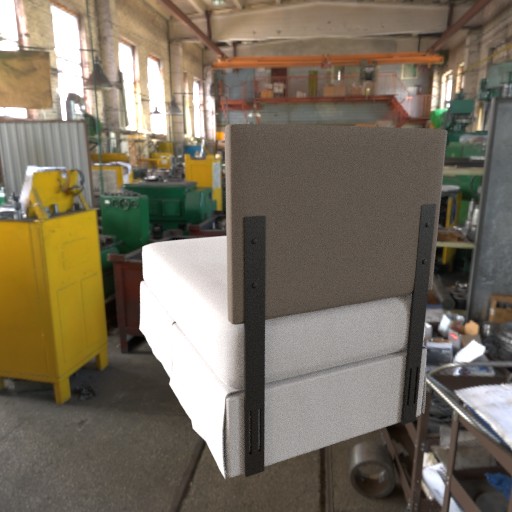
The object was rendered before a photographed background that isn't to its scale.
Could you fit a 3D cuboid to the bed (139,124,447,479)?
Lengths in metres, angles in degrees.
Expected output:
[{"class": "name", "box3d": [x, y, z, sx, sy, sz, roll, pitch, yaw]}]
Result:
[{"class": "bed", "box3d": [0.000, 0.000, 2.944, 1.261, 1.571, 1.997, -6, 15, -24]}]
